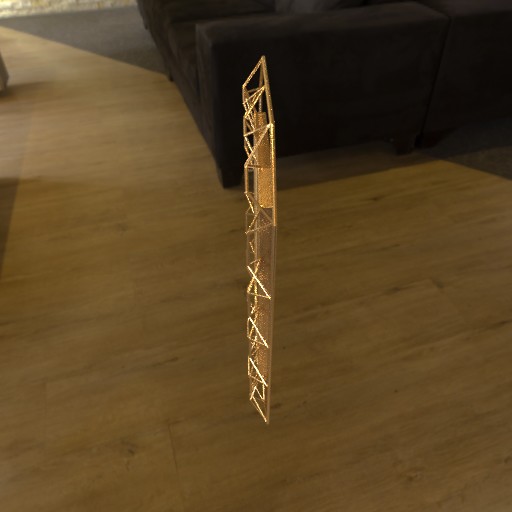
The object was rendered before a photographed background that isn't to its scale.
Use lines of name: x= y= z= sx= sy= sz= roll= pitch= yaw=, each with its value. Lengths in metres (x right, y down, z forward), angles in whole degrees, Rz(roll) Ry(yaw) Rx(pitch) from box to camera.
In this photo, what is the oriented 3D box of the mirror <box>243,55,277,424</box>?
mirror: x=0.000 y=0.000 z=1.124 sx=0.051 sy=0.870 sz=0.572 roll=-1 pitch=42 yaw=-1
